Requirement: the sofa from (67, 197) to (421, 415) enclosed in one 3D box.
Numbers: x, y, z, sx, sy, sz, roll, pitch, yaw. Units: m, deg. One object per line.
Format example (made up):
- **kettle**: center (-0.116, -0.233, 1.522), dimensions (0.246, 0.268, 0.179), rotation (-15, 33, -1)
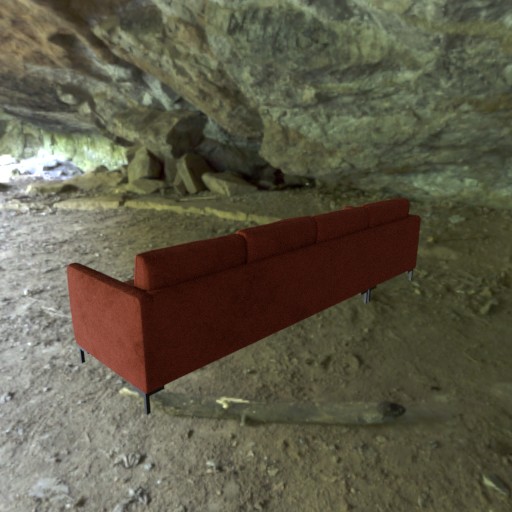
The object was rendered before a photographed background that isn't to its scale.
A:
- **sofa**: center (0.000, 0.000, 2.933), dimensions (1.136, 0.663, 2.467), rotation (15, 21, 42)
